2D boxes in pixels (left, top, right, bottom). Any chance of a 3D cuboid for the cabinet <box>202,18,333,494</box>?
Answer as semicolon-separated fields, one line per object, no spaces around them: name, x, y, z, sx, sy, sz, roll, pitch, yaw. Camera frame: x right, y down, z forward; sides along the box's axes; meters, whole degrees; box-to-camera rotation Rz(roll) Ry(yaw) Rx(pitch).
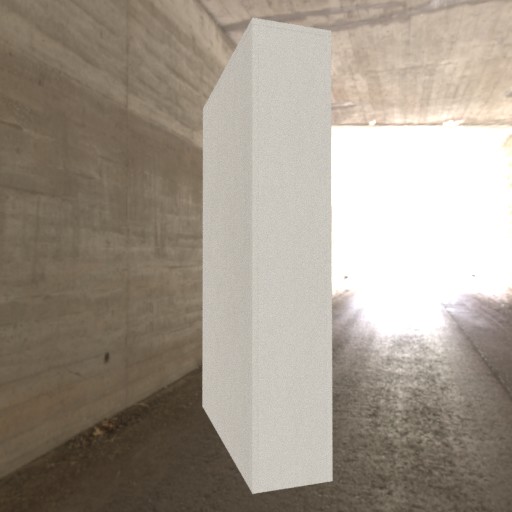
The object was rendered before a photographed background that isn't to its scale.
cabinet;0.000;0.000;1.586;0.250;1.280;0.750;0;-1;-17
